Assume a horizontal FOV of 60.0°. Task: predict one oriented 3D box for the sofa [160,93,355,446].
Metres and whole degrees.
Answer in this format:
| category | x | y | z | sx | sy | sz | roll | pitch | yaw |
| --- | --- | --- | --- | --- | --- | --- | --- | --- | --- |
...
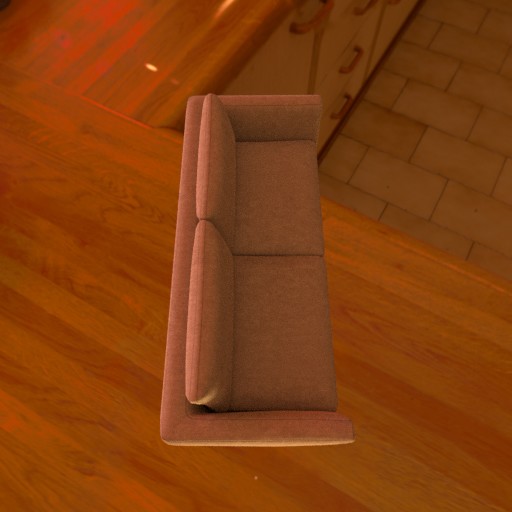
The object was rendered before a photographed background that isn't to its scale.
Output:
| category | x | y | z | sx | sy | sz | roll | pitch | yaw |
| --- | --- | --- | --- | --- | --- | --- | --- | --- | --- |
| sofa | 0.000 | 0.000 | 2.664 | 0.889 | 0.864 | 2.121 | 0 | 63 | 0 |
